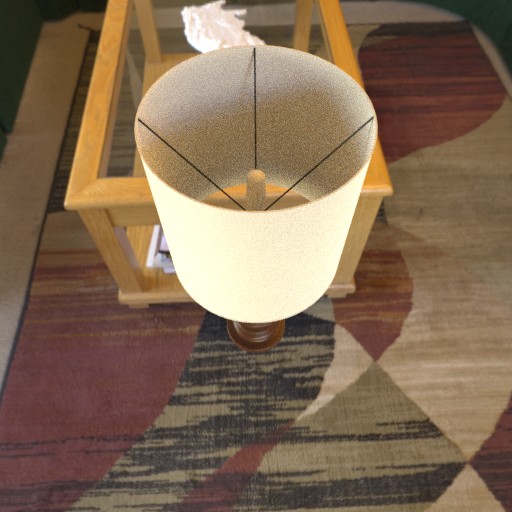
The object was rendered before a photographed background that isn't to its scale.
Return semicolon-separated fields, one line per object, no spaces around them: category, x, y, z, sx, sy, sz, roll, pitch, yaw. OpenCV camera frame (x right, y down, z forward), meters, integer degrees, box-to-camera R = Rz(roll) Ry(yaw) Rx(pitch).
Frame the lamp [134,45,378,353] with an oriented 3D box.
lamp;0.000;0.000;0.577;0.208;0.455;0.208;-18;60;-11
